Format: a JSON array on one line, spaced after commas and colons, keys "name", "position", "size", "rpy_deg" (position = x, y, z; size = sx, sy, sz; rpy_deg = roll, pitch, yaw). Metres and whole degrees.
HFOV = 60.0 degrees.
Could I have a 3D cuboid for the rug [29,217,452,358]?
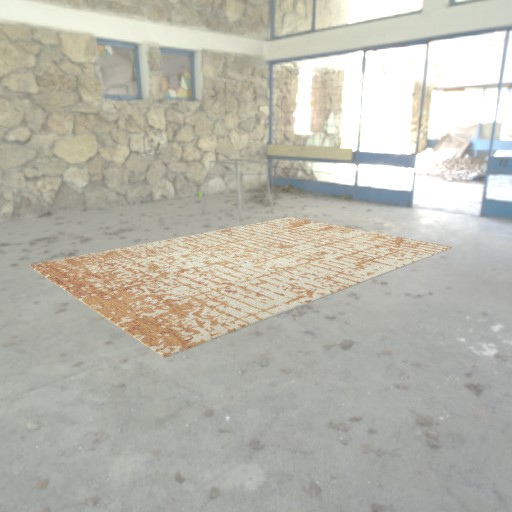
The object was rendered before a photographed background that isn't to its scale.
[{"name": "rug", "position": [0.000, 0.000, 2.283], "size": [1.829, 0.011, 1.219], "rpy_deg": [-14, 21, -41]}]
